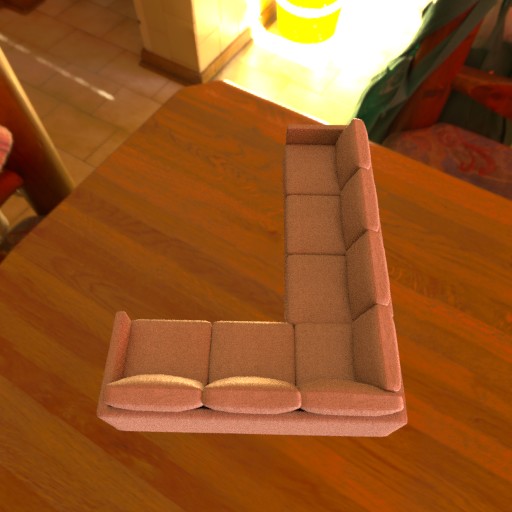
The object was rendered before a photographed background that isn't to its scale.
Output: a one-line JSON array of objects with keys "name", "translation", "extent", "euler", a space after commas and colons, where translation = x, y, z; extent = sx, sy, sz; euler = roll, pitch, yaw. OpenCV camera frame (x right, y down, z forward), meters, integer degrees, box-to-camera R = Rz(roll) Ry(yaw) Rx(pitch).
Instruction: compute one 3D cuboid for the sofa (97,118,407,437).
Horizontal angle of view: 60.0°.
[{"name": "sofa", "translation": [0.000, 0.000, 4.532], "extent": [2.522, 0.934, 3.333], "euler": [1, 60, 1]}]
